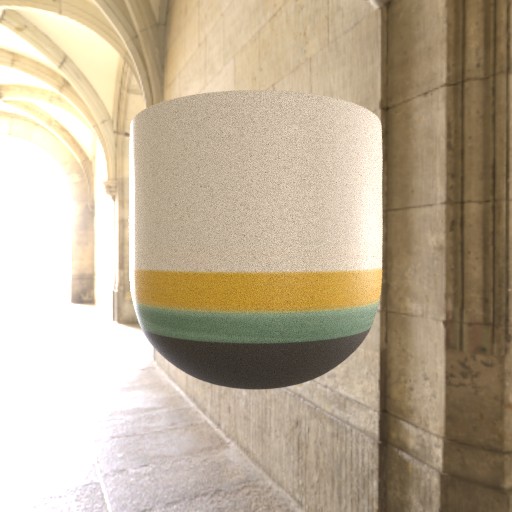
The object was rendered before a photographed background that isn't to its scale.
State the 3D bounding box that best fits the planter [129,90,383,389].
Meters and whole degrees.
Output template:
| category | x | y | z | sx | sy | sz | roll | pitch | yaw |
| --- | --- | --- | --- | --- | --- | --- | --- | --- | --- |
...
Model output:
| category | x | y | z | sx | sy | sz | roll | pitch | yaw |
| --- | --- | --- | --- | --- | --- | --- | --- | --- | --- |
| planter | 0.000 | 0.000 | 0.489 | 0.268 | 0.270 | 0.268 | 0 | 1 | 0 |
